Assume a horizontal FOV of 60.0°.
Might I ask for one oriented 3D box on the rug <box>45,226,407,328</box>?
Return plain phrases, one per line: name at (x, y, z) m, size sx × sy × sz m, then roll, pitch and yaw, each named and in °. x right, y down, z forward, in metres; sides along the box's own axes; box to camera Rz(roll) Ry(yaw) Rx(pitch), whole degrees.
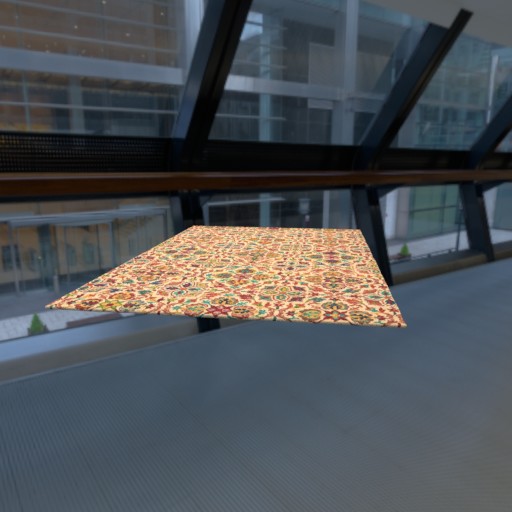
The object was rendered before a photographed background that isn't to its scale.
rug at (0.000, 0.000, 2.352) m, size 1.226 × 0.013 × 1.838 m, roll 2°, pitch 13°, yaw 8°
